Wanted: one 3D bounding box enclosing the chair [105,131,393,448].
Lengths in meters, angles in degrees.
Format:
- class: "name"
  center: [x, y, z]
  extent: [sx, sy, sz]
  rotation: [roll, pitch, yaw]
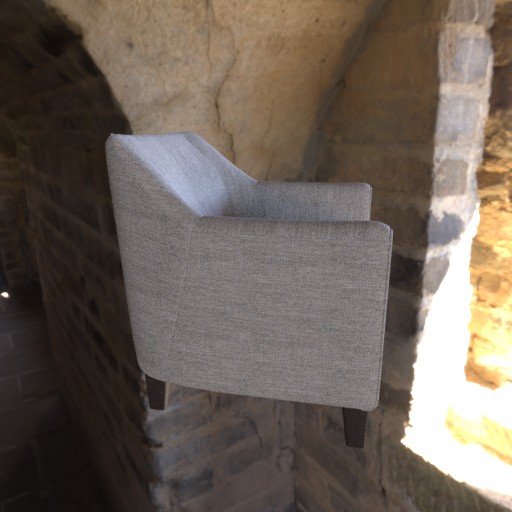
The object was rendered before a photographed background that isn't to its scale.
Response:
- class: "chair"
  center: [0.000, 0.000, 1.417]
  extent: [0.758, 0.761, 0.796]
  rotation: [3, 17, 10]
